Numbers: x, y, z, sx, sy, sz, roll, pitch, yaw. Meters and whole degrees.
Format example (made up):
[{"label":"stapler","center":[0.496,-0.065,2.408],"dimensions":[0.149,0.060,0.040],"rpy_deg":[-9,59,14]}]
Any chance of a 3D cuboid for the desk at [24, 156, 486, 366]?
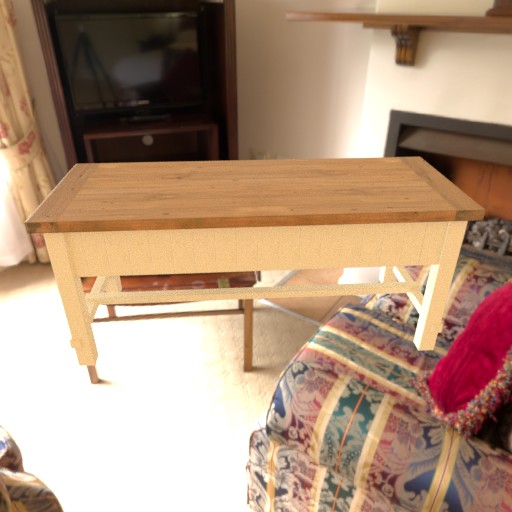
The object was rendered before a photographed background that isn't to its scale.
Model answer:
[{"label":"desk","center":[0.000,0.000,2.217],"dimensions":[1.803,0.762,0.688],"rpy_deg":[-2,30,-3]}]
